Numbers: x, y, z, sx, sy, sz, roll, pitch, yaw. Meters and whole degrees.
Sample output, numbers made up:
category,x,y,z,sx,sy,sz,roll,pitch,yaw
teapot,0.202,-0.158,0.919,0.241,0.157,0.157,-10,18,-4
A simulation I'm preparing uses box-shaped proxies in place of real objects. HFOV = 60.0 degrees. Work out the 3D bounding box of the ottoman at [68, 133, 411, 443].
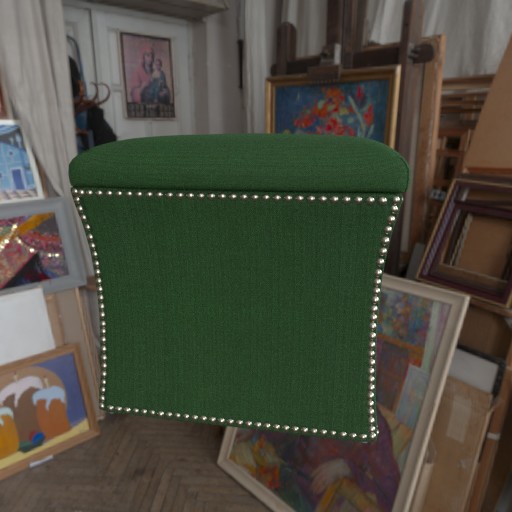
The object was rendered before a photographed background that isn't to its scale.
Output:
category,x,y,z,sx,sy,sz,roll,pitch,yaw
ottoman,0.000,0.000,0.889,0.507,0.475,0.497,3,16,10
